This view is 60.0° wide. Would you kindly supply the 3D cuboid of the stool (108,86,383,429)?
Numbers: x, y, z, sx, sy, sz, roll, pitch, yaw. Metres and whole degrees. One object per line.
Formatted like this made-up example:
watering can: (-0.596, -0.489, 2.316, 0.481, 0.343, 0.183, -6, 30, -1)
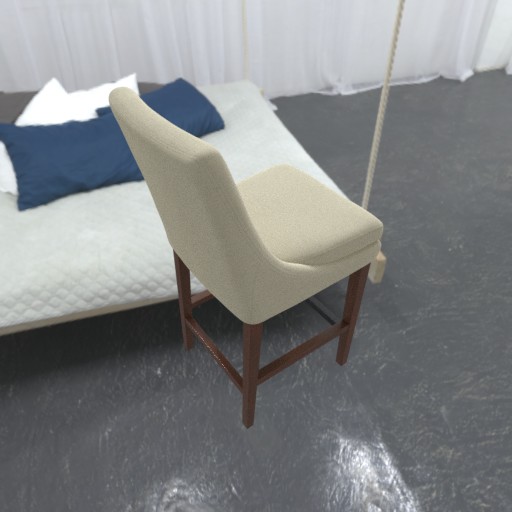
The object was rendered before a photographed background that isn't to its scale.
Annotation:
stool: (0.000, 0.000, 1.309, 0.577, 0.981, 0.470, -25, 46, -27)
